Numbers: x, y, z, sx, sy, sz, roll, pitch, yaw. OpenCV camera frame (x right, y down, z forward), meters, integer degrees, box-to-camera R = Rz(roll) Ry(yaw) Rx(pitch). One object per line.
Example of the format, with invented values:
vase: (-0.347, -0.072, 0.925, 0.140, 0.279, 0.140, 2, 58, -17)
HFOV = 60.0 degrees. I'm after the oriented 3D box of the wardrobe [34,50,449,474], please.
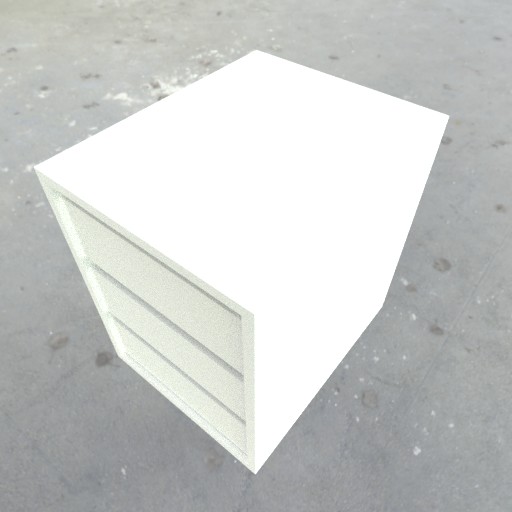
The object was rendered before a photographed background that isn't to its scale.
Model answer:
wardrobe: (0.000, 0.000, 0.860, 0.400, 0.520, 0.500, 31, 54, 25)
